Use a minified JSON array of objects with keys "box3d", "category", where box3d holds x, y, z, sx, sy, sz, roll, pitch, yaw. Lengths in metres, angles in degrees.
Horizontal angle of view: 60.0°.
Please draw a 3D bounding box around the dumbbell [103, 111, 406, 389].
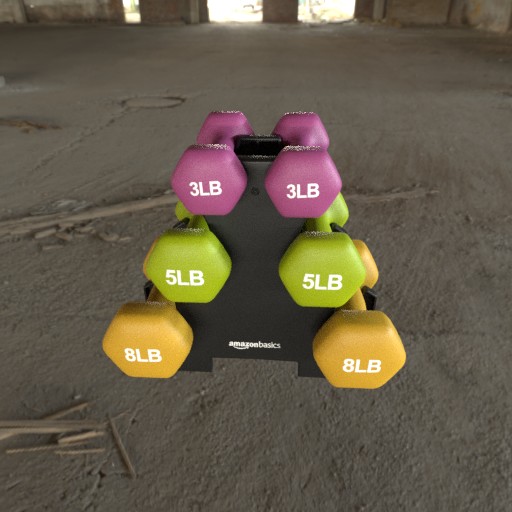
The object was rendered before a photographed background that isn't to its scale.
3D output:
[{"box3d":[0.000,0.000,0.473,0.300,0.271,0.190,2,31,3],"category":"dumbbell"}]
